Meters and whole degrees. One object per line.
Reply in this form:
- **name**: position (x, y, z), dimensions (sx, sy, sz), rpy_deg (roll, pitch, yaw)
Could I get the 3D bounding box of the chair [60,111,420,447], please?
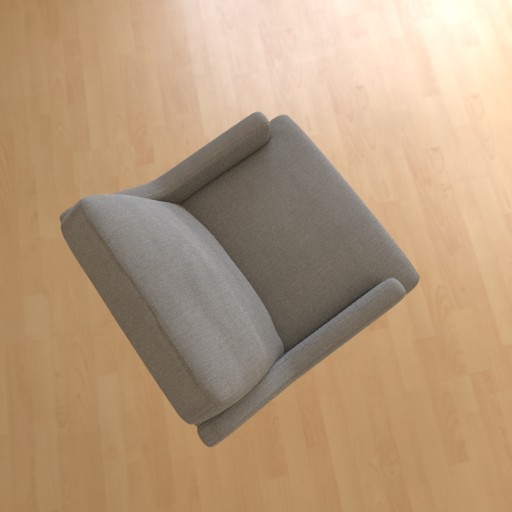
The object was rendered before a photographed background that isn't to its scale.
- **chair**: position (0.000, 0.000, 1.530), dimensions (0.892, 0.821, 0.826), rpy_deg (-35, 79, -8)
